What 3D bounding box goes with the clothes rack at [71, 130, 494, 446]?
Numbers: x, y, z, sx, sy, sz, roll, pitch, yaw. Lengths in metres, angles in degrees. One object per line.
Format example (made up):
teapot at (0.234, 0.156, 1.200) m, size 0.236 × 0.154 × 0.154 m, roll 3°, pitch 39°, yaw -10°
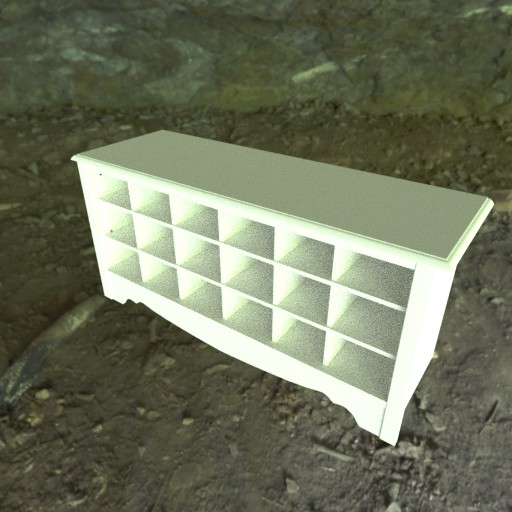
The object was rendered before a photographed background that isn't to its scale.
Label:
clothes rack at (0.000, 0.000, 1.438) m, size 1.218 × 0.558 × 0.405 m, roll 20°, pitch 35°, yaw 30°
